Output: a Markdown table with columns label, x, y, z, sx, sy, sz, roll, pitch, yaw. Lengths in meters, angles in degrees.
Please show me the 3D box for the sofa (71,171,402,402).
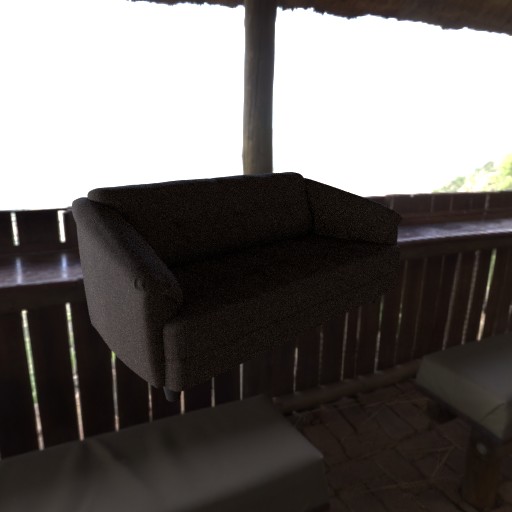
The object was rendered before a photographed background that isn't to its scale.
| label | x | y | z | sx | sy | sz | roll | pitch | yaw |
| --- | --- | --- | --- | --- | --- | --- | --- | --- | --- |
| sofa | 0.000 | 0.000 | 2.384 | 0.887 | 0.790 | 1.849 | 15 | 21 | 43 |
